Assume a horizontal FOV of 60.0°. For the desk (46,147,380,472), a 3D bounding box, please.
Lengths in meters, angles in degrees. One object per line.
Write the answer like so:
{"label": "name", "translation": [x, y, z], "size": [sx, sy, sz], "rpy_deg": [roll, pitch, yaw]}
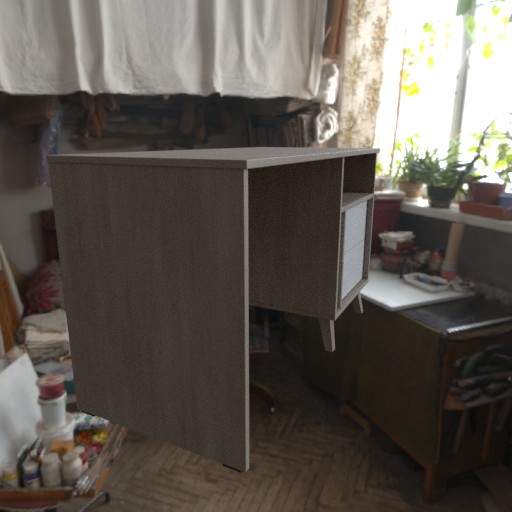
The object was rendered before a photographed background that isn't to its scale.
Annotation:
{"label": "desk", "translation": [0.000, 0.000, 1.668], "size": [0.600, 0.770, 1.251], "rpy_deg": [7, 17, 26]}
